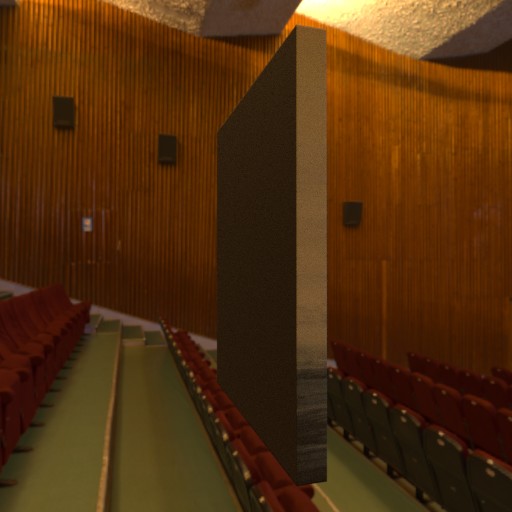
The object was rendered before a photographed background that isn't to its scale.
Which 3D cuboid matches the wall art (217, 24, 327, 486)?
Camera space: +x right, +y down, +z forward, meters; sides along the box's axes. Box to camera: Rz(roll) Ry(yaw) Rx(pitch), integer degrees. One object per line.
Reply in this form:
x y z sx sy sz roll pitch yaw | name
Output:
0.000 0.000 0.703 0.037 0.511 0.435 0 -1 -17 | wall art
